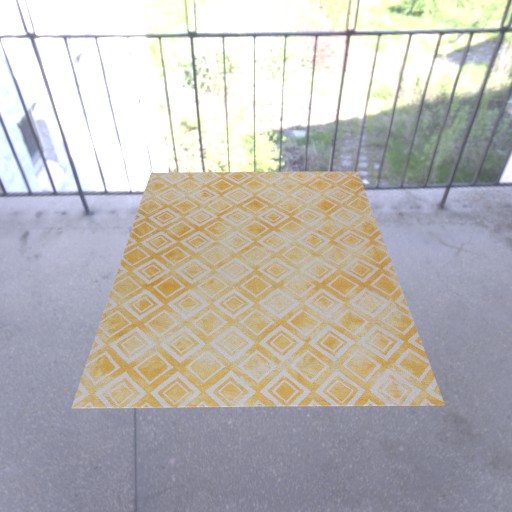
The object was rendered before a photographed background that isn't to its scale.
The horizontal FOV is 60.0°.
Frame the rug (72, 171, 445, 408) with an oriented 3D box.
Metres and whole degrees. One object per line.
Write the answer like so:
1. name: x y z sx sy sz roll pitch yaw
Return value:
1. rug: 0.000 0.000 4.041 2.433 0.011 3.037 0 40 0
